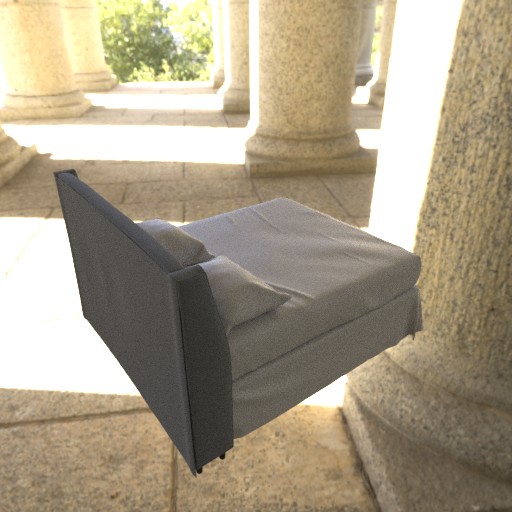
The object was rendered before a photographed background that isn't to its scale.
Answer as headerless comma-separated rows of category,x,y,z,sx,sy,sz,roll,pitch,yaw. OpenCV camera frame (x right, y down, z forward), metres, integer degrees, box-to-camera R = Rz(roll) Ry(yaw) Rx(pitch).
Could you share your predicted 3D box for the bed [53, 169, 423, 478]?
bed,0.000,0.000,3.421,2.276,1.332,1.925,-19,34,-32
